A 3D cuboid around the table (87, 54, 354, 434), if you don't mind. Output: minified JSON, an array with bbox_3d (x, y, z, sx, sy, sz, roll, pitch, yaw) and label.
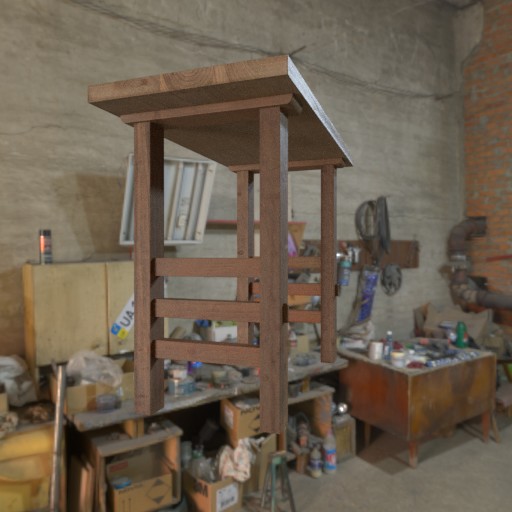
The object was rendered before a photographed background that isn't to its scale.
[{"bbox_3d":[0.000,0.000,1.619,0.556,0.914,1.119,0,0,20],"label":"table"}]
